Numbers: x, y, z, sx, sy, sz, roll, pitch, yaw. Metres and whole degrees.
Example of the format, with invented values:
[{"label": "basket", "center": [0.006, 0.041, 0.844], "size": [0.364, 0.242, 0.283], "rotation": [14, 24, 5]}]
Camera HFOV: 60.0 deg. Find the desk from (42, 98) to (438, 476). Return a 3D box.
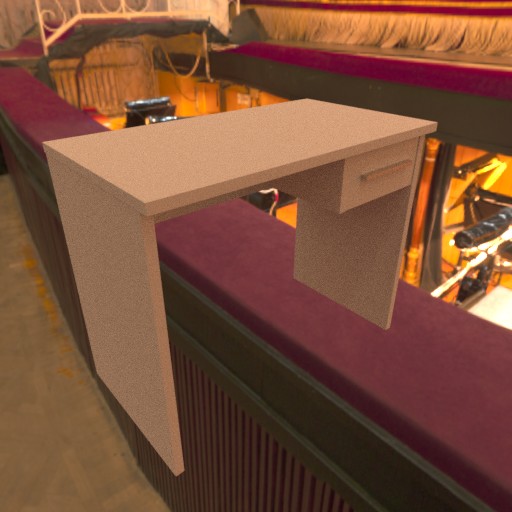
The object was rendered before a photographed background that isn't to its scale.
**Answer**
[{"label": "desk", "center": [0.000, 0.000, 1.311], "size": [0.900, 0.729, 0.498], "rotation": [-23, 36, -35]}]
